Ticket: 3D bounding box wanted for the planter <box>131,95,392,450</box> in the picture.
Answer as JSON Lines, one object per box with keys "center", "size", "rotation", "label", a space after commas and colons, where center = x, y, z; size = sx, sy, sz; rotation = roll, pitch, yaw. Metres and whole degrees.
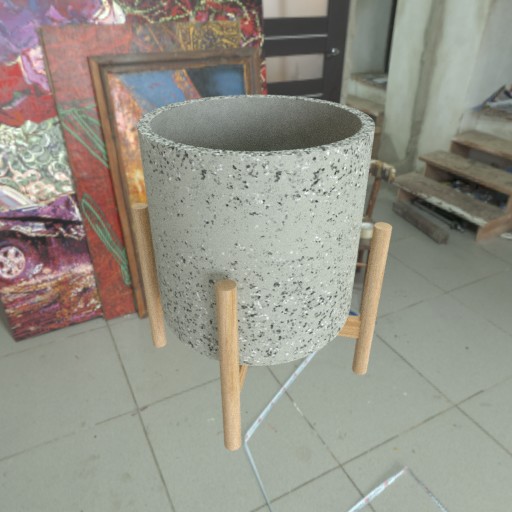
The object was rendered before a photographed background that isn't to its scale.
{"center": [0.000, 0.000, 0.687], "size": [0.360, 0.419, 0.360], "rotation": [19, 36, 28], "label": "planter"}
